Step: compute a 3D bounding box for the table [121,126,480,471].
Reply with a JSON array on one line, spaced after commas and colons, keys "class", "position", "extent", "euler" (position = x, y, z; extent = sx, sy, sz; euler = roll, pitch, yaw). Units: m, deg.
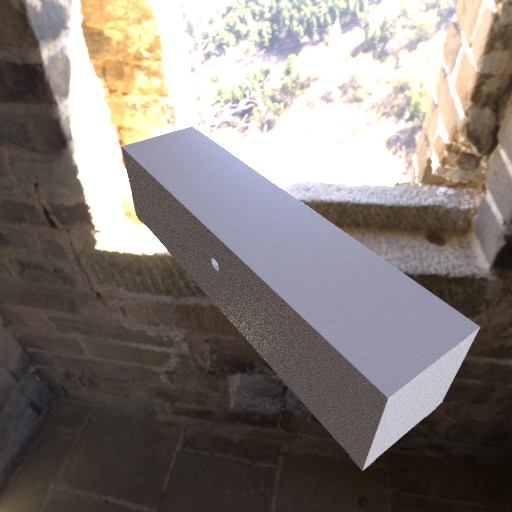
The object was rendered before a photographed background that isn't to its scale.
[{"class": "table", "position": [0.000, 0.000, 1.824], "extent": [0.390, 0.420, 1.650], "euler": [-25, 47, -26]}]
